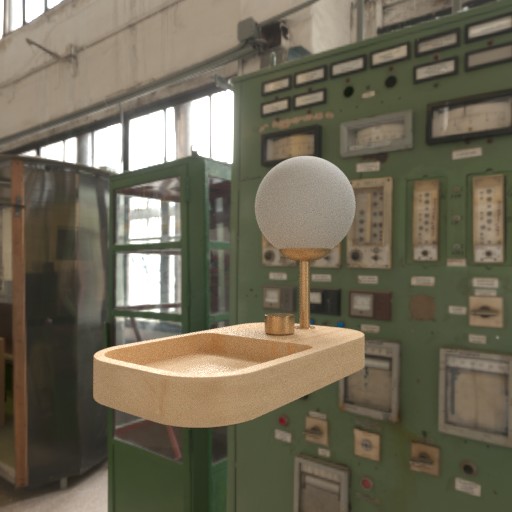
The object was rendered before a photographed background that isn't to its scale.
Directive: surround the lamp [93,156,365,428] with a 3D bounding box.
[{"bbox_3d":[0.000,0.000,0.479,0.173,0.253,0.331,-1,-1,37],"label":"lamp"}]
